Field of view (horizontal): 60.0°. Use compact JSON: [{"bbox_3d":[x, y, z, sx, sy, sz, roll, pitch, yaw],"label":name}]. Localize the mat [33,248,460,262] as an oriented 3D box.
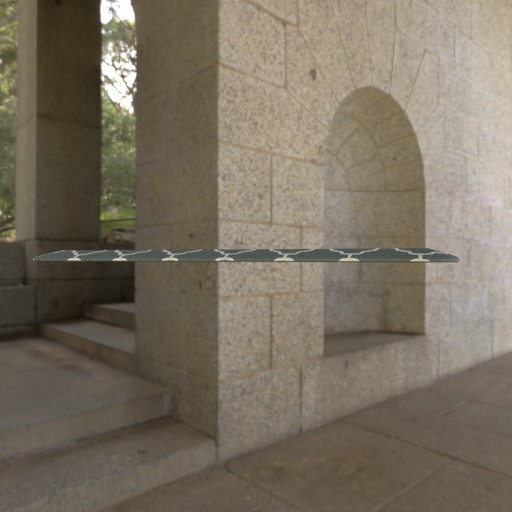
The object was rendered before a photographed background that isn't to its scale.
[{"bbox_3d":[0.000,0.000,0.963,0.762,0.021,0.508,0,0,18],"label":"mat"}]
